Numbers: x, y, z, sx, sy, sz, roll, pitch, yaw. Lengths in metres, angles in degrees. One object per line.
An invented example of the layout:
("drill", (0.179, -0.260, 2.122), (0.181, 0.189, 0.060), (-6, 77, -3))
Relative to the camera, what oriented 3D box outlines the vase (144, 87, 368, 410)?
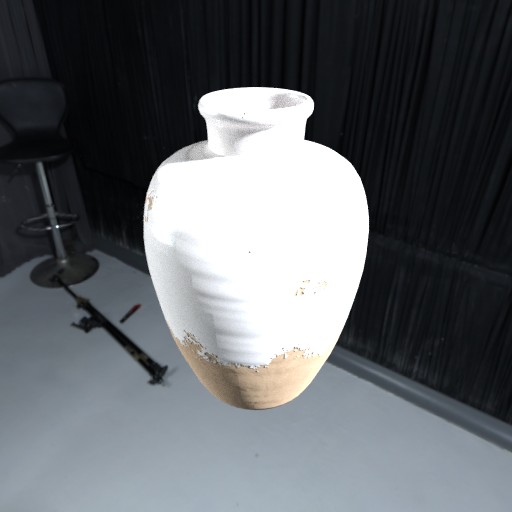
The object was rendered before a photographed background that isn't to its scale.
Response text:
("vase", (0.000, 0.000, 0.333), (0.158, 0.228, 0.158), (0, 31, 0))
